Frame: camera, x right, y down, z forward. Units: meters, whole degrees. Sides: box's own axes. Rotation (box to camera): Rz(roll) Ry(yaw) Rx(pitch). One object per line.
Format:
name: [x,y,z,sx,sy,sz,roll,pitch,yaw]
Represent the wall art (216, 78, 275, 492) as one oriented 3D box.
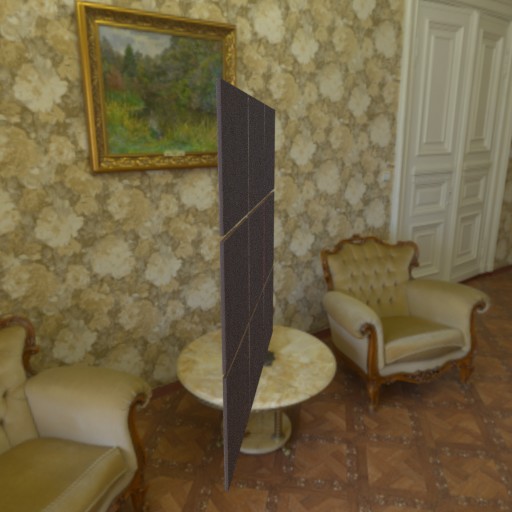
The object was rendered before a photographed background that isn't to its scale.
wall art: [0.000,0.000,2.283,0.014,1.525,1.527,2,15,8]
